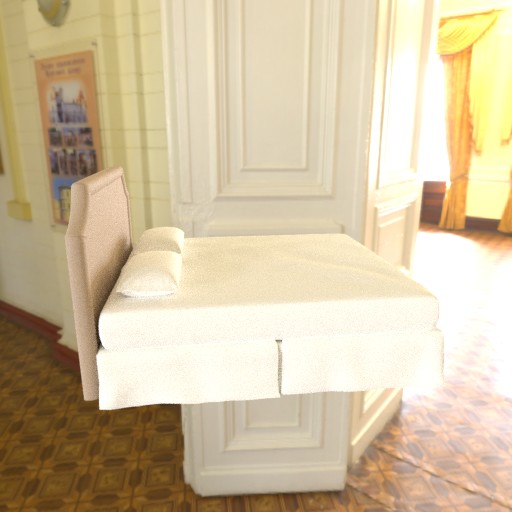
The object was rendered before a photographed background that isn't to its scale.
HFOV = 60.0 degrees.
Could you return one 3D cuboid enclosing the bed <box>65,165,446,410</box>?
[{"bbox_3d":[0.000,0.000,4.181,2.773,1.590,2.350,-2,16,-7],"label":"bed"}]
